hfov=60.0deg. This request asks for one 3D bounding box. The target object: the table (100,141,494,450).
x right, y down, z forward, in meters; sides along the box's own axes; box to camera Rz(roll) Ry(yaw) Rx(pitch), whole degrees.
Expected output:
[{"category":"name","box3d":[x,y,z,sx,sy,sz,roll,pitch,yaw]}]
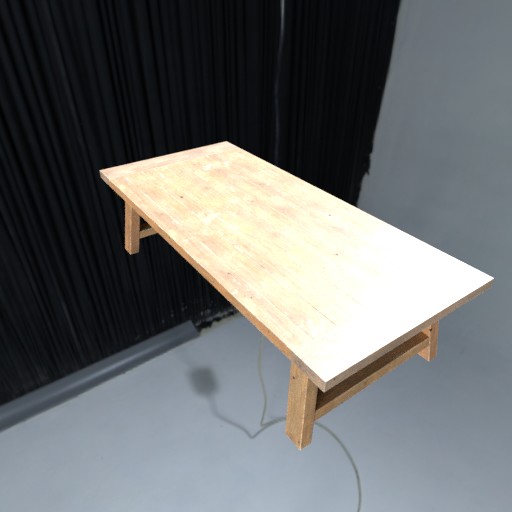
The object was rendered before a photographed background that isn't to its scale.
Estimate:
[{"category":"table","box3d":[0.000,0.000,2.135,0.820,0.465,1.800,-21,39,-29]}]
